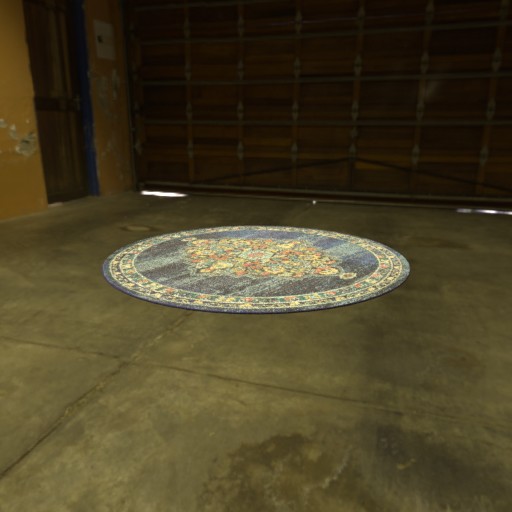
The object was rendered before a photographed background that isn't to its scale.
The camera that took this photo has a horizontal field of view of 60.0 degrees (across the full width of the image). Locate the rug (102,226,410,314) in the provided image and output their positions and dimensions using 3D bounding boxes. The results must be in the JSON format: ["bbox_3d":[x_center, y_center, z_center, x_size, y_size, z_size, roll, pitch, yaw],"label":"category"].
[{"bbox_3d":[0.000,0.000,2.409,1.591,0.010,1.591,0,16,0],"label":"rug"}]
